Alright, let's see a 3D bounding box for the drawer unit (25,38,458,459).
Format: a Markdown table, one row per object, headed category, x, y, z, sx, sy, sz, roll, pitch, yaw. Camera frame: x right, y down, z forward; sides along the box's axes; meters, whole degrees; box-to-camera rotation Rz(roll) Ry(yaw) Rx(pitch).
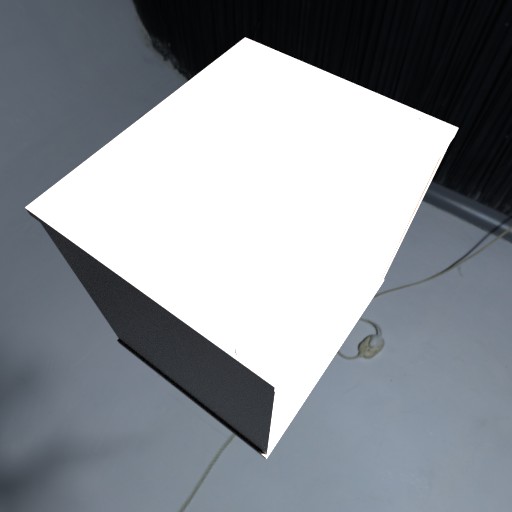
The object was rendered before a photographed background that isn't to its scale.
| category | x | y | z | sx | sy | sz | roll | pitch | yaw |
| --- | --- | --- | --- | --- | --- | --- | --- | --- | --- |
| drawer unit | 0.000 | 0.000 | 0.596 | 0.290 | 0.344 | 0.349 | 32 | 63 | 19 |
